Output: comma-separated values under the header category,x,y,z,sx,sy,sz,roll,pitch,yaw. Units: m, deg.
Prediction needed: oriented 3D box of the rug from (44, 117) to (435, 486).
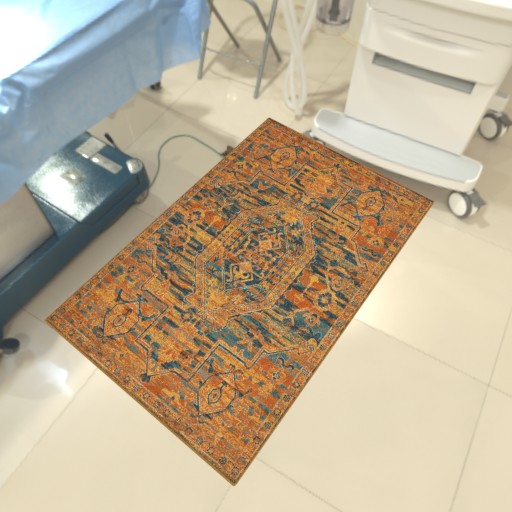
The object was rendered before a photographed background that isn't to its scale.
category,x,y,z,sx,sy,sz,roll,pitch,yaw
rug,0.000,0.000,1.103,0.557,0.008,0.863,33,63,19
